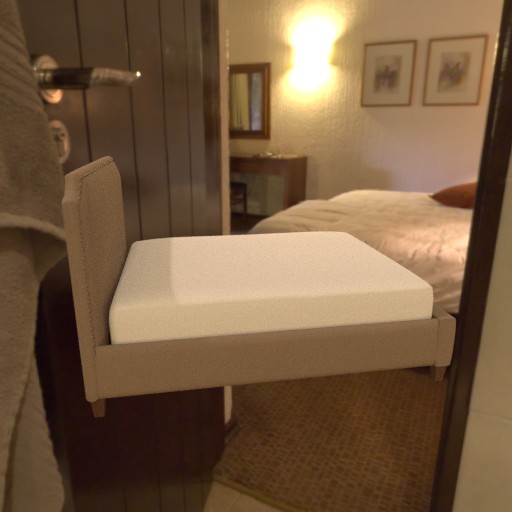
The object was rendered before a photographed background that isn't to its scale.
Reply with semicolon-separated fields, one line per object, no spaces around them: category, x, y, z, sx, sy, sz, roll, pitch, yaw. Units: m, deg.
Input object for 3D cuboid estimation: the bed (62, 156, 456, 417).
bed;0.000;0.000;3.409;2.372;1.443;1.713;-3;17;-10
